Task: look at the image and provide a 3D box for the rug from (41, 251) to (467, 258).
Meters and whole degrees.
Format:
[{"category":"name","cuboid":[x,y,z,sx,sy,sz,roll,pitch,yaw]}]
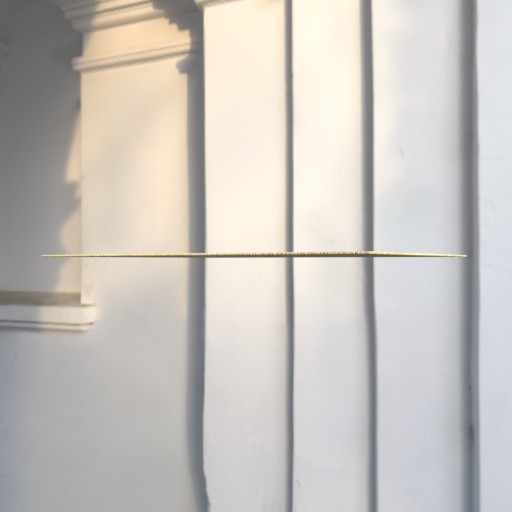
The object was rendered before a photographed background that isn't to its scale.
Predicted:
[{"category":"rug","cuboid":[0.000,0.000,4.177,3.198,0.016,2.425,0,-1,36]}]
